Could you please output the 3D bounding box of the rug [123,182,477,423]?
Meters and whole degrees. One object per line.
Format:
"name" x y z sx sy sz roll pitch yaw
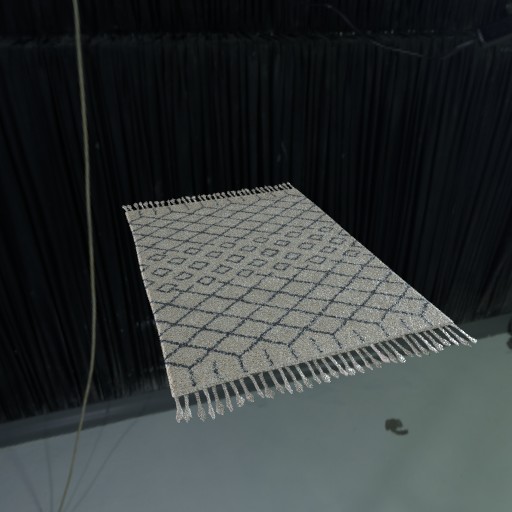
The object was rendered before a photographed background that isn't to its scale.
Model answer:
"rug" 0.000 0.000 3.235 1.664 0.029 2.615 -10 32 -17
